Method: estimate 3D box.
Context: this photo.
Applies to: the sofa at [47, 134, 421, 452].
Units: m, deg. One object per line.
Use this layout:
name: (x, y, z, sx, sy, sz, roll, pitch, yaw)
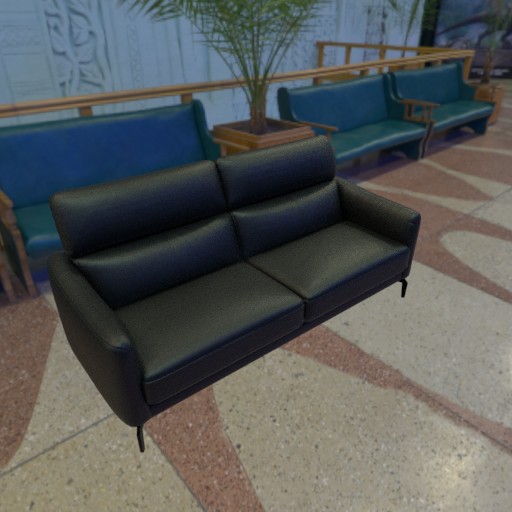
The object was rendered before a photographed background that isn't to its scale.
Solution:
sofa: (0.000, 0.000, 2.508, 2.069, 0.957, 0.856, -21, 35, -33)
